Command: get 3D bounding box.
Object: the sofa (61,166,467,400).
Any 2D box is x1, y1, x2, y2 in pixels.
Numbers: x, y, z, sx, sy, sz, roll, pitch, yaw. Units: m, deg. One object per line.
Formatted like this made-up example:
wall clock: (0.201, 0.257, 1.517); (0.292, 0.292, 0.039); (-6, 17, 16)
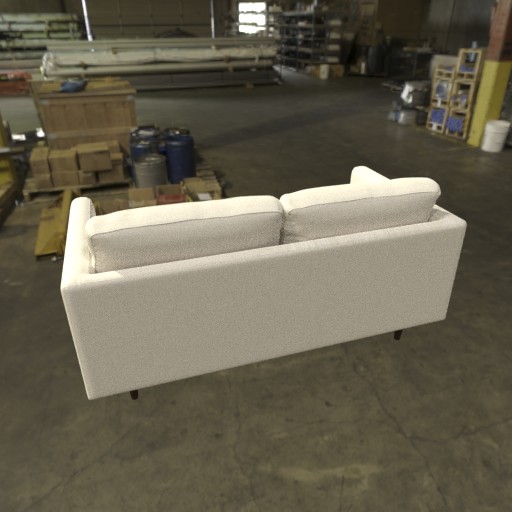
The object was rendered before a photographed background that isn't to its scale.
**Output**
sofa: (0.000, 0.000, 2.251); (1.713, 0.893, 0.940); (-9, 29, -16)
